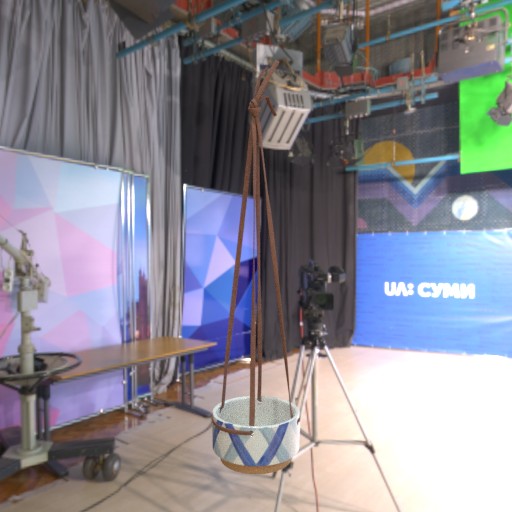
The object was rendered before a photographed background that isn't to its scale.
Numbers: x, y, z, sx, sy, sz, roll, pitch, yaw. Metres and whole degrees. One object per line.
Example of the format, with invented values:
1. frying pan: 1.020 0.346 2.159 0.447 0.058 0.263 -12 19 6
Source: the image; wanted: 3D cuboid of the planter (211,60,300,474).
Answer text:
1. planter: 0.000 0.000 0.822 0.166 0.751 0.166 0 1 0
